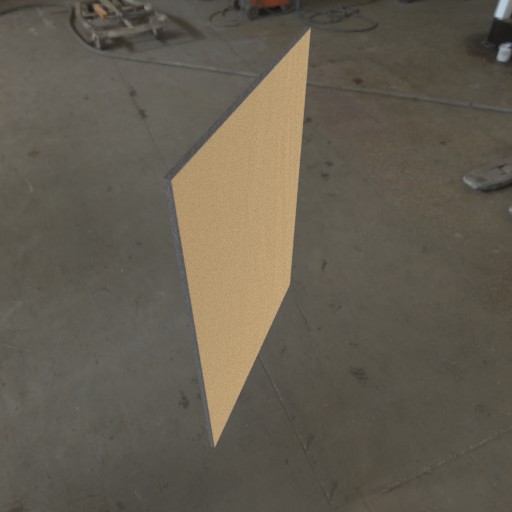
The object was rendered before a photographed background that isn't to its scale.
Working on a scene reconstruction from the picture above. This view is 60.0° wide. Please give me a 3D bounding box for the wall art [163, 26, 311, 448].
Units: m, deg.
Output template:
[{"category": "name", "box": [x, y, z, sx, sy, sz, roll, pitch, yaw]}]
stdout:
[{"category": "wall art", "box": [0.000, 0.000, 1.406, 0.016, 1.116, 0.810, 16, 47, 15]}]
